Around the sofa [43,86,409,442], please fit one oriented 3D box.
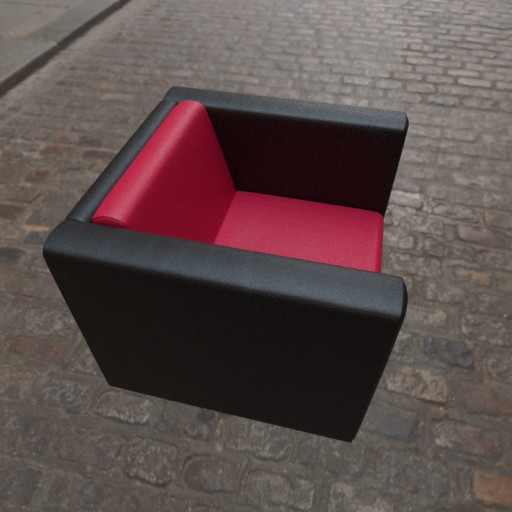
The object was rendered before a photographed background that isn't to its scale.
[{"bbox_3d":[0.000,0.000,1.440,0.809,0.724,0.839,10,47,9],"label":"sofa"}]
